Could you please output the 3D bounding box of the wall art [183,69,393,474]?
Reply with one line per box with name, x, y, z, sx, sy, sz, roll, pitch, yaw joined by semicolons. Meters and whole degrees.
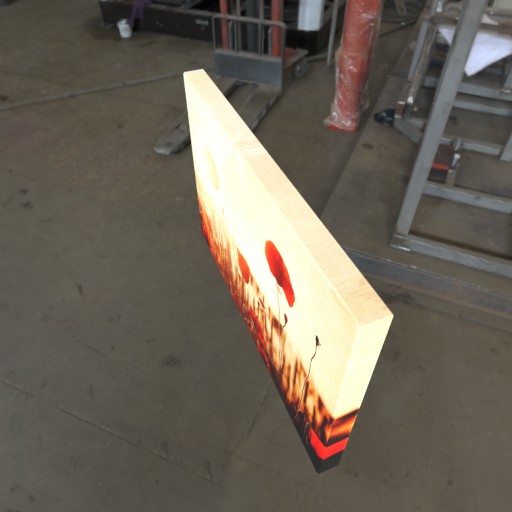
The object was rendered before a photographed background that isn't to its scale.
wall art;0.000;0.000;0.766;0.040;0.402;0.613;-16;48;-15
